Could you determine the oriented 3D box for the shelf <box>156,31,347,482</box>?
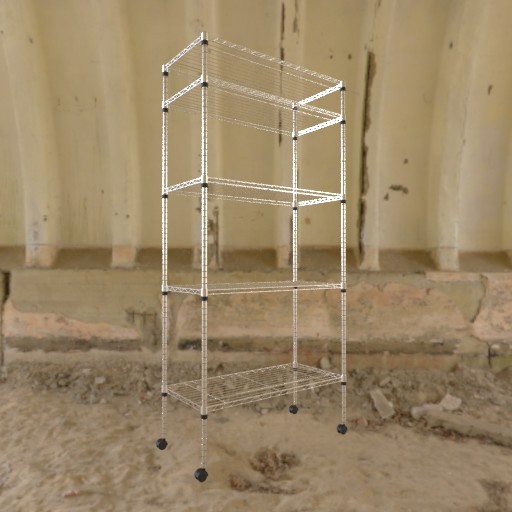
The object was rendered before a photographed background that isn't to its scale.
[{"bbox_3d":[0.000,0.000,1.913,0.762,1.587,0.356,1,-1,-36],"label":"shelf"}]
